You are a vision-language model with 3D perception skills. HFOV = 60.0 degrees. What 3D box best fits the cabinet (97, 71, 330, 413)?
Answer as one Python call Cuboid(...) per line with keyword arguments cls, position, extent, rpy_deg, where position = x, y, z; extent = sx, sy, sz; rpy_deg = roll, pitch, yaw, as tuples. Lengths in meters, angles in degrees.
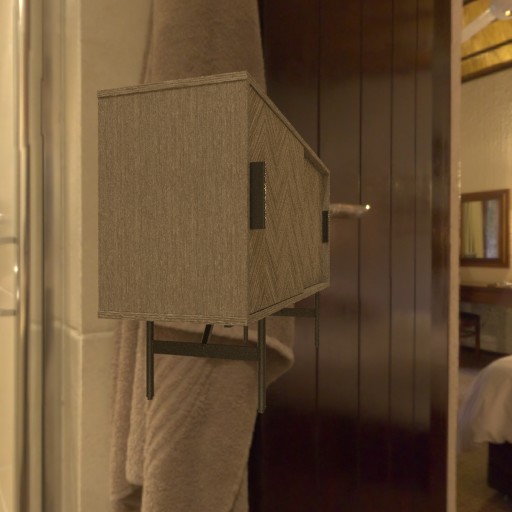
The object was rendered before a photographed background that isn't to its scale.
Cuboid(cls="cabinet", position=(0.000, 0.000, 1.553), extent=(0.405, 0.787, 1.194), rpy_deg=(0, 0, 18))
